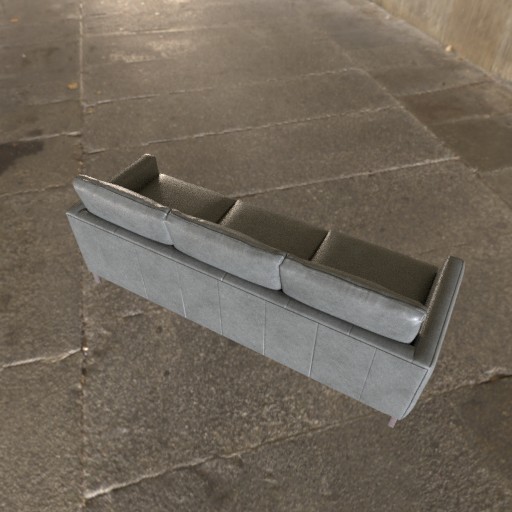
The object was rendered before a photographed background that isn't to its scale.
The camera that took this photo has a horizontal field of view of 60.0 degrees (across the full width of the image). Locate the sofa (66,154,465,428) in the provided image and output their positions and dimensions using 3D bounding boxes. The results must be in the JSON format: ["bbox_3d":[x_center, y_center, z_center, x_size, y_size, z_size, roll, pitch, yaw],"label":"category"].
[{"bbox_3d":[0.000,0.000,2.435,2.029,0.805,0.748,22,48,20],"label":"sofa"}]
